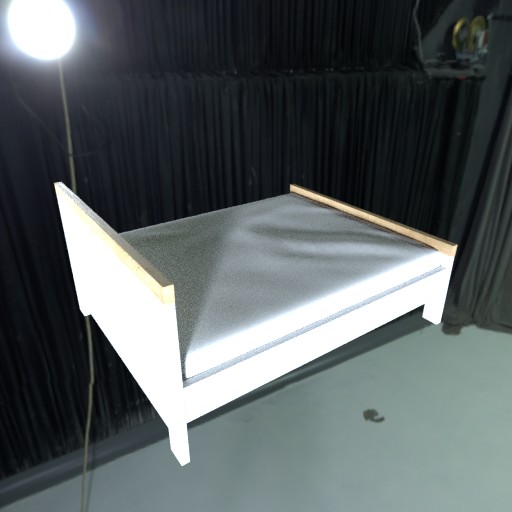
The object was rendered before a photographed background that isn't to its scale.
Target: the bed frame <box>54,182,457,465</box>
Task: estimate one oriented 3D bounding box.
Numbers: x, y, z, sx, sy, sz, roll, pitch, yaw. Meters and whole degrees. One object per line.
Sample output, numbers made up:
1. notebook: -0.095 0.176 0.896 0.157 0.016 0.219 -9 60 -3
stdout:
1. bed frame: 0.000 0.000 3.033 2.050 0.980 1.670 -17 31 -31
